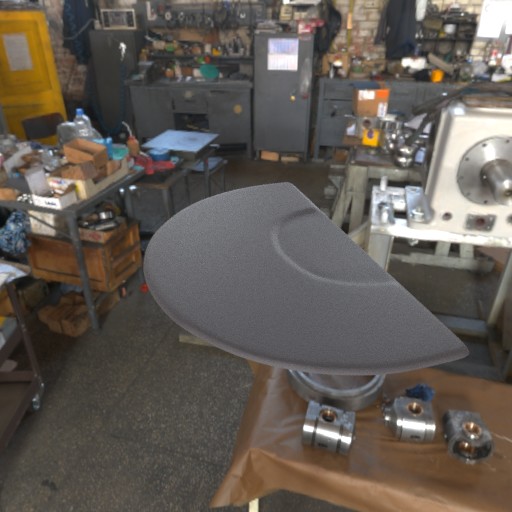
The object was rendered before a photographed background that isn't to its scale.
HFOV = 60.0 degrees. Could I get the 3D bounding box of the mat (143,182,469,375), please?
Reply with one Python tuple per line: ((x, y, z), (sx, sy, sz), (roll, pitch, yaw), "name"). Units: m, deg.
((0.000, 0.000, 1.850), (0.917, 0.022, 1.525), (-9, 31, -15), "mat")
